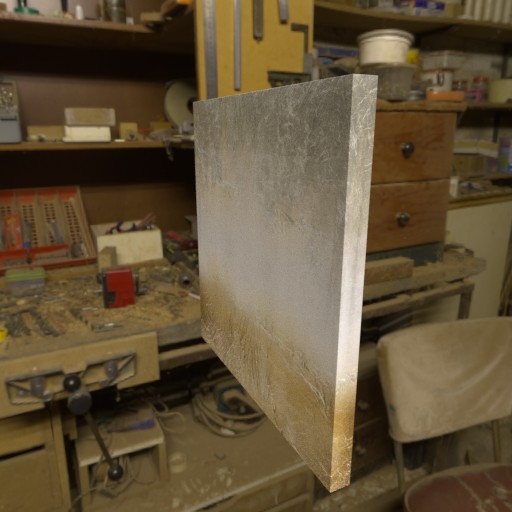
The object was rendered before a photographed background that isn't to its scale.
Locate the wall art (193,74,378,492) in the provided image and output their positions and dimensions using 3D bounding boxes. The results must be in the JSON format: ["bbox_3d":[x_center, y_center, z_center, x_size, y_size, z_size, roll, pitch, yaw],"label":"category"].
[{"bbox_3d":[0.000,0.000,0.882,0.038,0.610,0.610,-8,17,-25],"label":"wall art"}]
